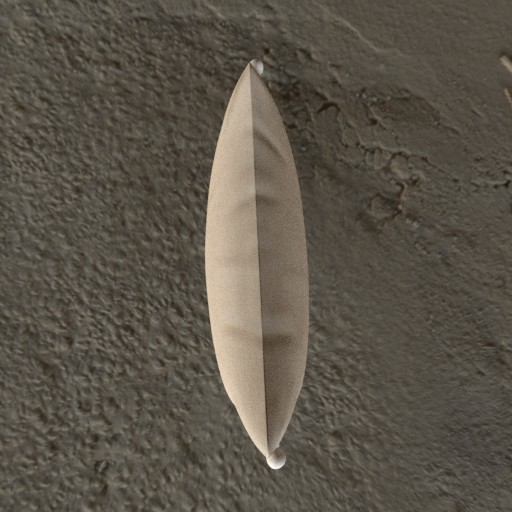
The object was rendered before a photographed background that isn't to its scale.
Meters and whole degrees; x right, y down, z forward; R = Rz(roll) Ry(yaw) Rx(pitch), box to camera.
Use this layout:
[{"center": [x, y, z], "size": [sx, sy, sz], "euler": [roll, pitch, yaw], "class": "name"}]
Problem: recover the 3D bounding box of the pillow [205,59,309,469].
[{"center": [0.000, 0.000, 0.854], "size": [0.201, 0.322, 0.709], "euler": [-2, 75, -1], "class": "pillow"}]
